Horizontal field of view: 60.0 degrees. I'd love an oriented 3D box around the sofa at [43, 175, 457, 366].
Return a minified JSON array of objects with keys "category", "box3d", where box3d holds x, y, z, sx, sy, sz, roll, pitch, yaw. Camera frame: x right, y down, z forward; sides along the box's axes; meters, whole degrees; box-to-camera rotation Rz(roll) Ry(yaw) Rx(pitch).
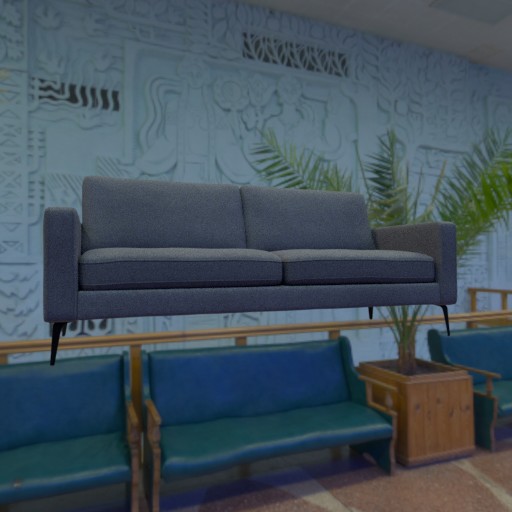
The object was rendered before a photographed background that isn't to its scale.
[{"category":"sofa","box3d":[0.000,0.000,2.289,1.925,0.828,0.774,0,-1,-20]}]
